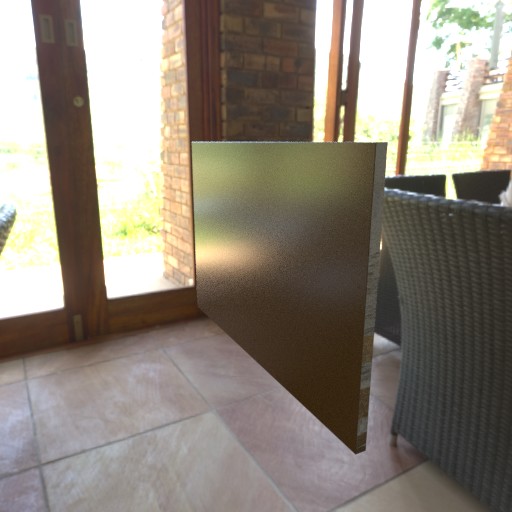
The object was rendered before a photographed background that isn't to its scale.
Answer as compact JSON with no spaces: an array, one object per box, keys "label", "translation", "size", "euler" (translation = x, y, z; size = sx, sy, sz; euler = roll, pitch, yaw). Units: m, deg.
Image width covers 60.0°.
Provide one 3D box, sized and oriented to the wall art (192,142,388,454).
[{"label":"wall art","translation":[0.000,0.000,1.224],"size":[0.027,0.610,0.932],"euler":[-7,16,-26]}]
